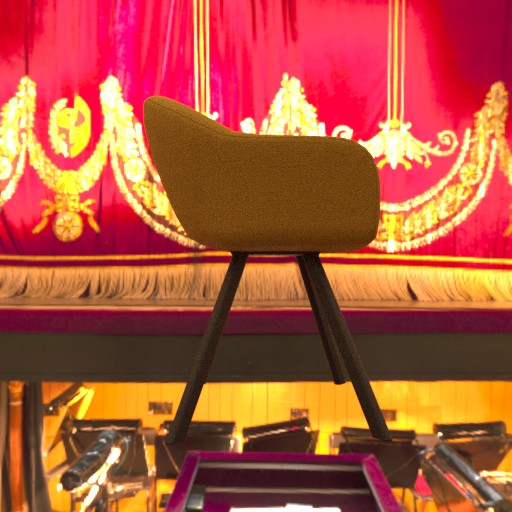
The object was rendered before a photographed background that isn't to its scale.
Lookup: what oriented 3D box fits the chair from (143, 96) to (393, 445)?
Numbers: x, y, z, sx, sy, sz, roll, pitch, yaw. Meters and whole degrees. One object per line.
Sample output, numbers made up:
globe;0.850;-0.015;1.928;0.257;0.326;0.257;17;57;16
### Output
chair;0.000;0.000;1.150;0.565;0.775;0.545;0;-1;-1
